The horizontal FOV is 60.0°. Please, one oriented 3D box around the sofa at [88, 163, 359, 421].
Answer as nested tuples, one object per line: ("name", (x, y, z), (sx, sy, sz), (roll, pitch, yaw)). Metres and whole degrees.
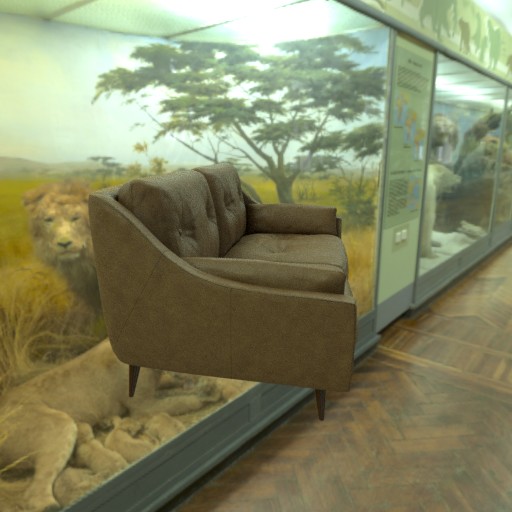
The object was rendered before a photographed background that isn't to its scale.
("sofa", (0.000, 0.000, 2.297), (0.981, 0.886, 1.731), (2, 14, 9))
